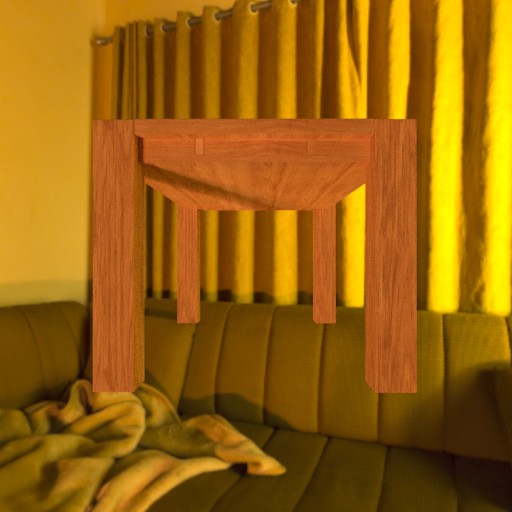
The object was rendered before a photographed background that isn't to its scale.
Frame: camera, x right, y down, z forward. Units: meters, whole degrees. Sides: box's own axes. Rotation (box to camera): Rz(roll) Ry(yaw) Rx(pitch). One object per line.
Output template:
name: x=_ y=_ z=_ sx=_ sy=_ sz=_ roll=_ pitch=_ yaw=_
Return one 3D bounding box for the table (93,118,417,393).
table: x=0.000 y=0.000 z=1.928 sx=0.900 sy=0.760 sz=1.400 roll=0 pitch=0 yaw=0
